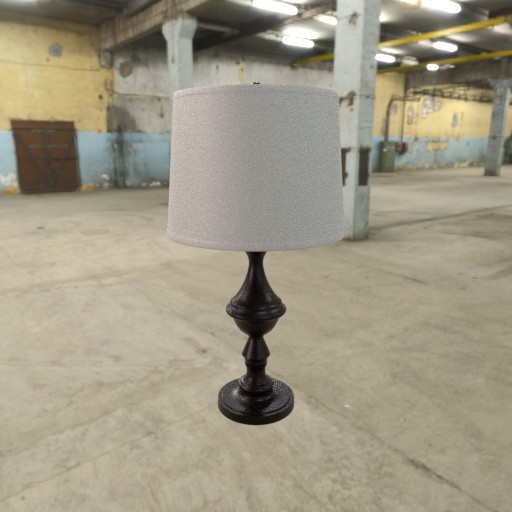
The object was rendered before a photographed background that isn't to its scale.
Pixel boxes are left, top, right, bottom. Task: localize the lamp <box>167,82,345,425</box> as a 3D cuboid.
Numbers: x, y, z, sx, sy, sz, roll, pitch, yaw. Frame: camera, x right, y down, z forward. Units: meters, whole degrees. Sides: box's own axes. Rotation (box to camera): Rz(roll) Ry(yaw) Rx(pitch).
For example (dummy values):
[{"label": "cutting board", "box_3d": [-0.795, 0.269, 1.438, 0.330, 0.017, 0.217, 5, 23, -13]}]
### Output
[{"label": "lamp", "box_3d": [0.000, 0.000, 0.984, 0.383, 0.726, 0.383, 0, 13, 0]}]
